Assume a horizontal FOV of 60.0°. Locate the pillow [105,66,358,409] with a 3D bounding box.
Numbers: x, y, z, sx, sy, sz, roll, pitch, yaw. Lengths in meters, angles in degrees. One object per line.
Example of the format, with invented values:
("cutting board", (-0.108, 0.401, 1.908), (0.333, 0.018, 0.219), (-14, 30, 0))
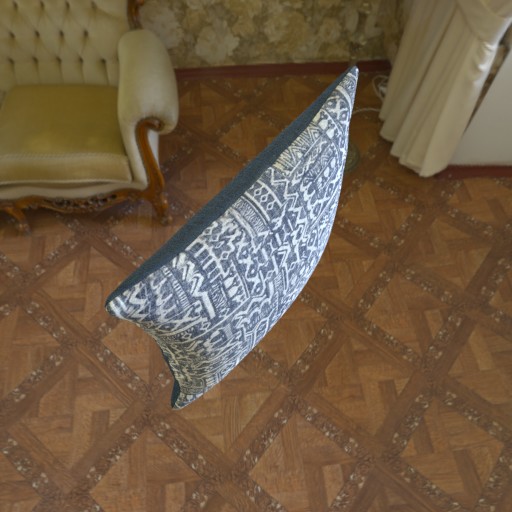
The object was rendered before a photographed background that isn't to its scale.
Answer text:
("pillow", (0.000, 0.000, 0.802), (0.180, 0.487, 0.546), (33, 64, 19))
